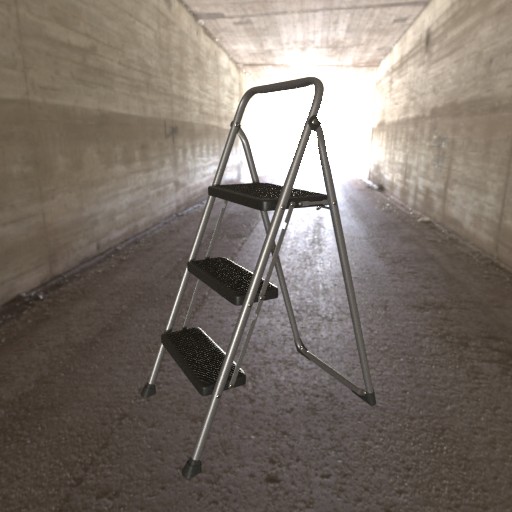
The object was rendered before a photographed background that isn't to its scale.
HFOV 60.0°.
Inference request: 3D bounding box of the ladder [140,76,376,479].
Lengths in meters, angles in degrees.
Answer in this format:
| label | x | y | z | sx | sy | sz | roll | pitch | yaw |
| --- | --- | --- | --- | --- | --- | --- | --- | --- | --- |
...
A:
| label | x | y | z | sx | sy | sz | roll | pitch | yaw |
| --- | --- | --- | --- | --- | --- | --- | --- | --- | --- |
| ladder | 0.000 | 0.000 | 1.277 | 0.629 | 0.945 | 0.430 | -8 | 18 | -28 |
